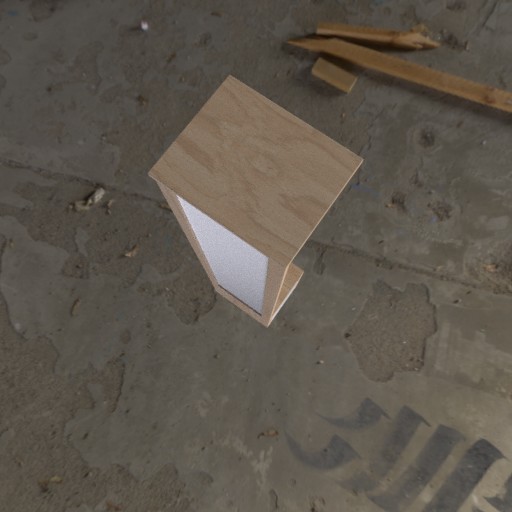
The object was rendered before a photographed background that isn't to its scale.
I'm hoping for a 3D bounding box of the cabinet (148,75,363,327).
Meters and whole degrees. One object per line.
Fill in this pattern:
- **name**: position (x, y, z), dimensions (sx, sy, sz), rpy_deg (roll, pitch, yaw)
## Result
- **cabinet**: position (0.000, 0.000, 2.000), dimensions (0.411, 1.879, 0.338), rpy_deg (35, 79, 8)
